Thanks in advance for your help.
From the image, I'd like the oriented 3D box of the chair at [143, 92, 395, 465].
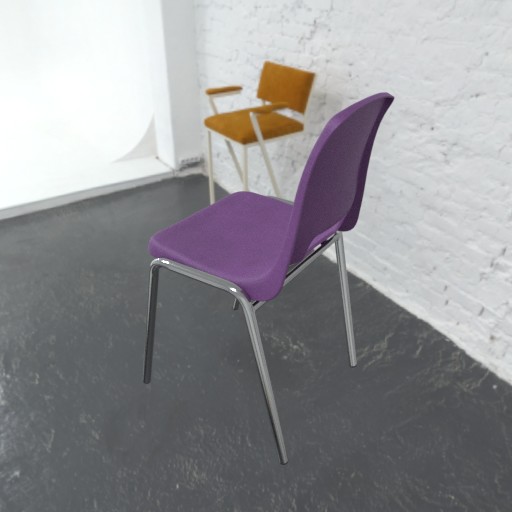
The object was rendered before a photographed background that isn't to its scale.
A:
[{"bbox_3d":[0.000,0.000,0.950,0.432,0.704,0.381,20,37,30],"label":"chair"}]
